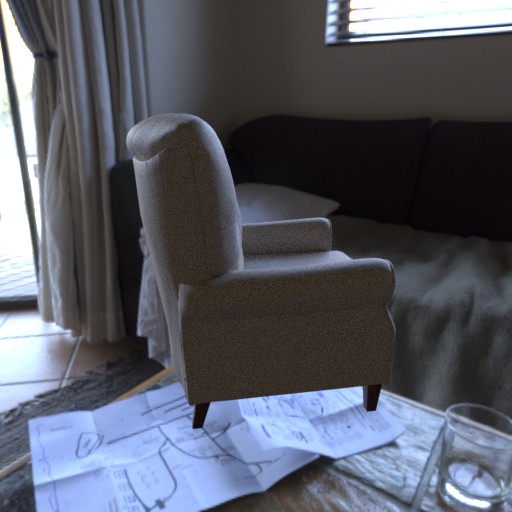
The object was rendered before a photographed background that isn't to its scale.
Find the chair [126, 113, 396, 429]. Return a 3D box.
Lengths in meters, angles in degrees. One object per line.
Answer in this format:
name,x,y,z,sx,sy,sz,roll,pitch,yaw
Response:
chair,0.000,0.000,1.970,1.025,1.209,0.942,-3,18,-9
